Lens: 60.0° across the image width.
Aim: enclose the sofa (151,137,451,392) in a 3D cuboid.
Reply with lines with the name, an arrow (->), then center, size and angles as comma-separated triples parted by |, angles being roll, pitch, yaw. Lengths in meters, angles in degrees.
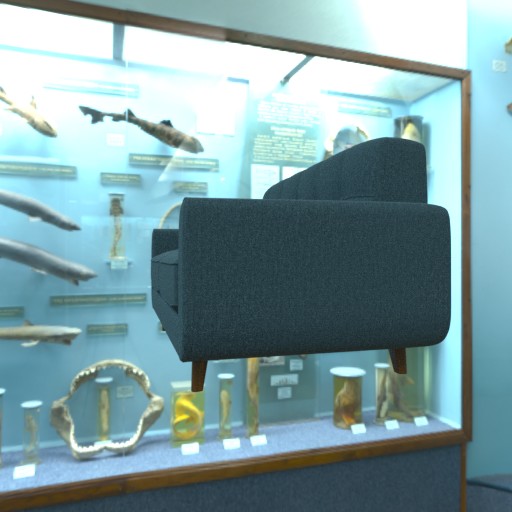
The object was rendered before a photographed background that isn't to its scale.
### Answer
sofa -> 0.000, 0.000, 2.182 | 0.942, 0.896, 1.651 | 0, 0, -16
